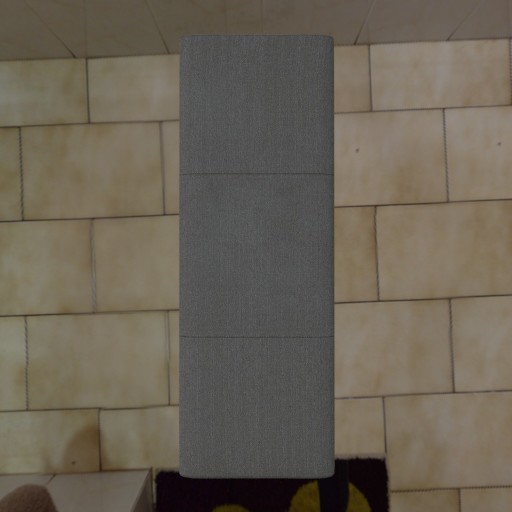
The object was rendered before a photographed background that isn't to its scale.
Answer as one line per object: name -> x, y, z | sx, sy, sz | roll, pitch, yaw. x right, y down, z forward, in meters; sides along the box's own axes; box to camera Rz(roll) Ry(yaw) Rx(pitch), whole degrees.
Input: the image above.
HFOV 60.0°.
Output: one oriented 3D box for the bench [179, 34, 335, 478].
bench -> 0.000, 0.000, 1.445 | 0.446, 0.438, 1.269 | 0, 90, 0
